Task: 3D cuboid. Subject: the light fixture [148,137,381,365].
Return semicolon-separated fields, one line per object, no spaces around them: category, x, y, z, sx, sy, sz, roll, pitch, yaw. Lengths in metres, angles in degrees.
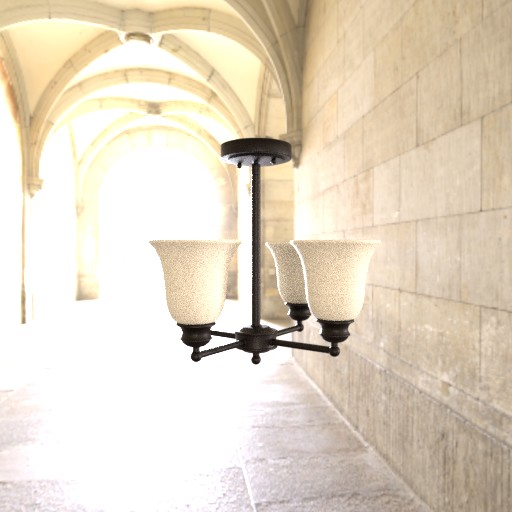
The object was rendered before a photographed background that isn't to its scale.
light fixture;0.000;0.000;1.881;1.069;0.925;1.069;1;1;36
